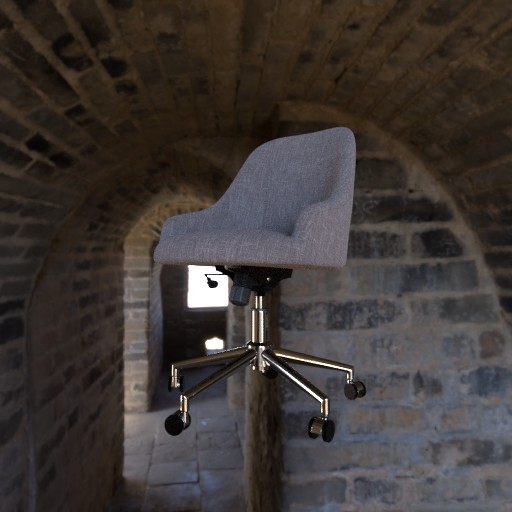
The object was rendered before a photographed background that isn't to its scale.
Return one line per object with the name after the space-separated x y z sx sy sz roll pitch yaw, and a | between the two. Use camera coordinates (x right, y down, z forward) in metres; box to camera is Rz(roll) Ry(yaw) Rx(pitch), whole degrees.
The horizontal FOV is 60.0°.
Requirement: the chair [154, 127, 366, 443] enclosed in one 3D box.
0.000 0.000 1.440 0.671 0.950 0.712 -1 -1 35 | chair
